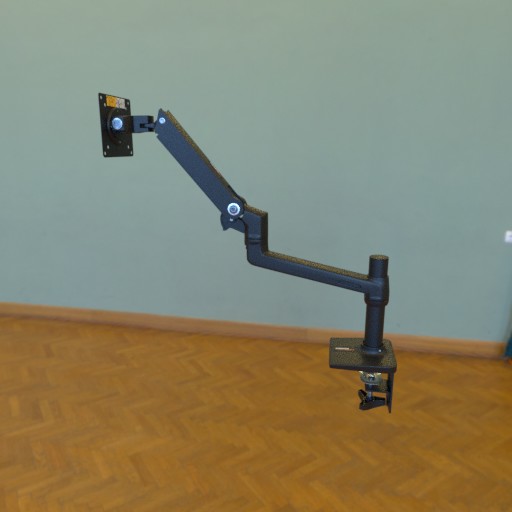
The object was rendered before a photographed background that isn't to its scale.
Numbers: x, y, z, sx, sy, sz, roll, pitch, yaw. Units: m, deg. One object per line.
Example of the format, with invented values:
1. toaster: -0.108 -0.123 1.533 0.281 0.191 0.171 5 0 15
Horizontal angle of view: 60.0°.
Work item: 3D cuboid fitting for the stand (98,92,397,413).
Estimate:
1. stand: 0.000 0.000 1.027 0.650 0.713 0.152 2 14 10
